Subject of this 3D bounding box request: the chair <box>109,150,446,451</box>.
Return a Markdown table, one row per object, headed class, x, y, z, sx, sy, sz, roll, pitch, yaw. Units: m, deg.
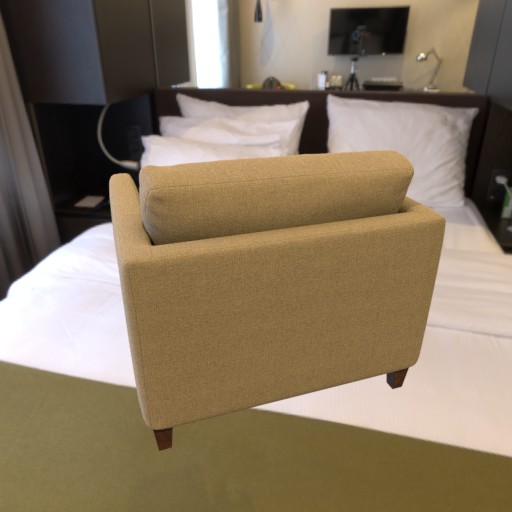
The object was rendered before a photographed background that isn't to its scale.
| class | x | y | z | sx | sy | sz | roll | pitch | yaw |
| --- | --- | --- | --- | --- | --- | --- | --- | --- | --- |
| chair | 0.000 | 0.000 | 1.864 | 1.107 | 0.963 | 0.959 | -8 | 27 | -17 |
